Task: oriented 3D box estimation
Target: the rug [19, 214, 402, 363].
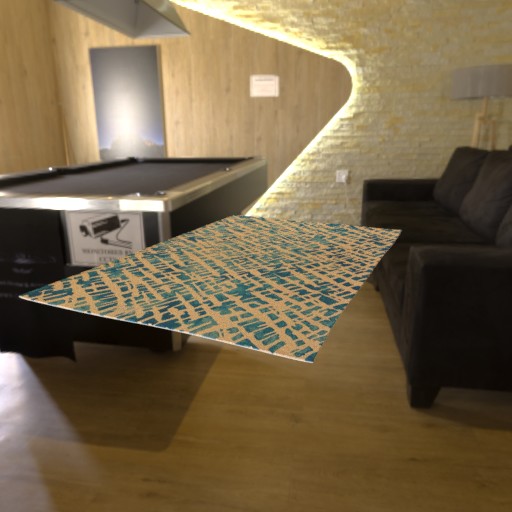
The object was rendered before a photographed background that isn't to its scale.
[{"bbox_3d":[0.000,0.000,2.288,1.209,0.011,1.830,8,18,24],"label":"rug"}]
